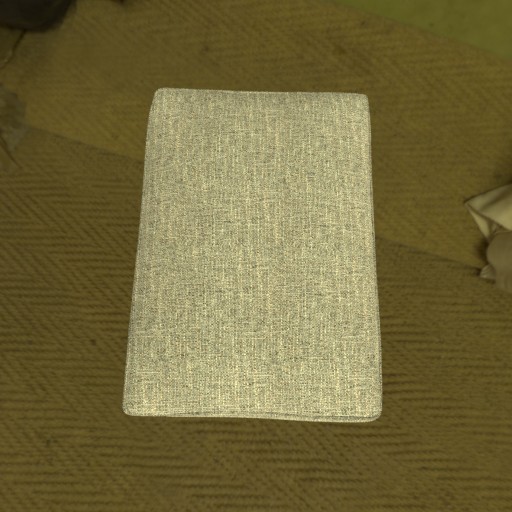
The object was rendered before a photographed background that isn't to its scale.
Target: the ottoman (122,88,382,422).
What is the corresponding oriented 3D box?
[{"bbox_3d":[0.000,0.000,1.010,0.508,0.406,0.686,1,75,0],"label":"ottoman"}]
